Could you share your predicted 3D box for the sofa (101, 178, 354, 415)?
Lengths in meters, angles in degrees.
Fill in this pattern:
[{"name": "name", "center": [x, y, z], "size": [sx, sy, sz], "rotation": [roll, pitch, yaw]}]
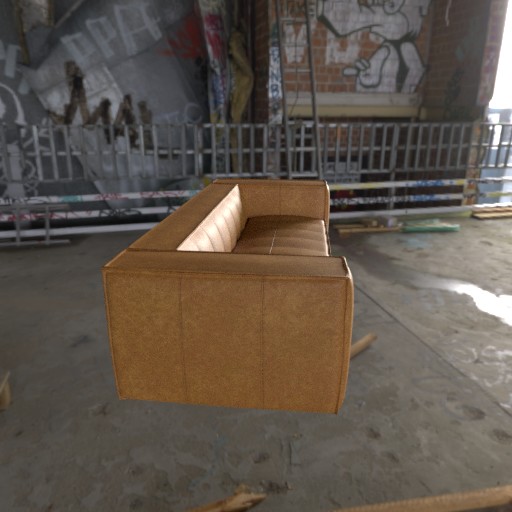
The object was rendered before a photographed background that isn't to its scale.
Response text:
[{"name": "sofa", "center": [0.000, 0.000, 3.090], "size": [1.102, 0.701, 2.581], "rotation": [2, 18, 6]}]
